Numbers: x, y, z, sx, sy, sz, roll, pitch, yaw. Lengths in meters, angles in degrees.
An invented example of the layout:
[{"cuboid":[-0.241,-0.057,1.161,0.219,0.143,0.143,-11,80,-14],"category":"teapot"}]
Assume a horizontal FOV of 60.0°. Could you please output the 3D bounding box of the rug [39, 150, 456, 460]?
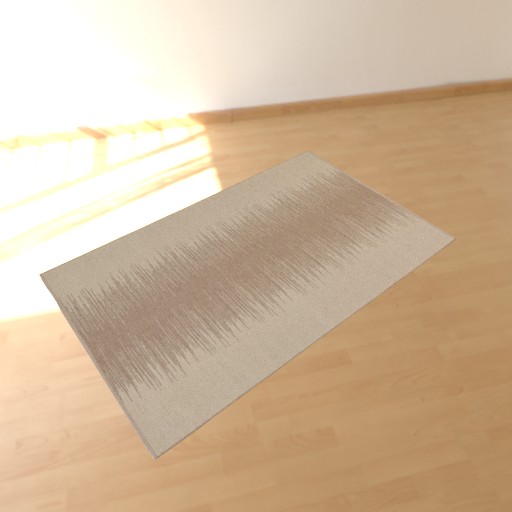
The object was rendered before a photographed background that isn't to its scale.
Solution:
[{"cuboid":[0.000,0.000,3.027,2.440,0.012,1.522,-29,52,-27],"category":"rug"}]
